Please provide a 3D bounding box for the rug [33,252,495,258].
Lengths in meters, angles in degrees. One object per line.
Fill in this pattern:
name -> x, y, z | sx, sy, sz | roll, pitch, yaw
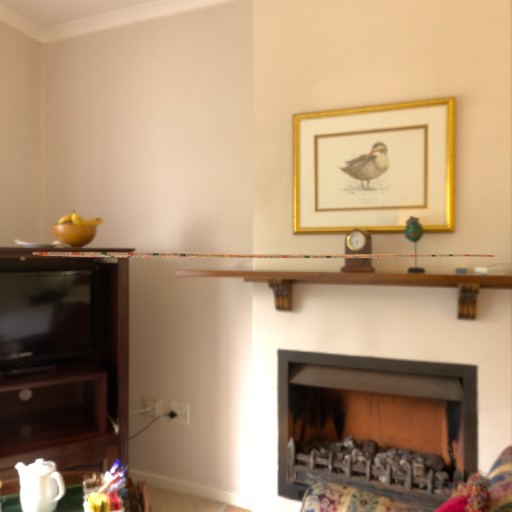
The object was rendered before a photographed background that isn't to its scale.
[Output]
rug -> 0.000, 0.000, 2.941 | 2.439, 0.029, 1.537 | 0, 0, -17
